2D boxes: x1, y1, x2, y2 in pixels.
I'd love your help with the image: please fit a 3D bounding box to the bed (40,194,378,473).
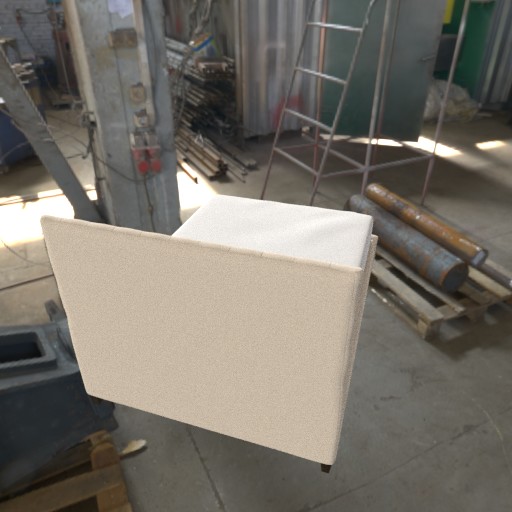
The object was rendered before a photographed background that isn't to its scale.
[{"bbox_3d":[0.000,0.000,3.340,1.696,1.426,2.233,10,33,16],"label":"bed"}]
